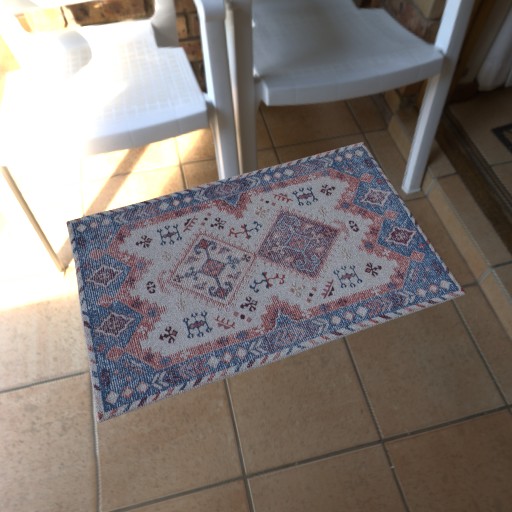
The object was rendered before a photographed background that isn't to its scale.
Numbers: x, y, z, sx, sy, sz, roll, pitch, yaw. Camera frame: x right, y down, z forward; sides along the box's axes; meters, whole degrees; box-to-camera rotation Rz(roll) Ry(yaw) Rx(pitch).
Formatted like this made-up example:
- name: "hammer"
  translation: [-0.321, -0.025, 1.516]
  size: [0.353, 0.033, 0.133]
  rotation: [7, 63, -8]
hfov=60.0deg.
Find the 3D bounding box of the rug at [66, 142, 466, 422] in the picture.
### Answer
- name: "rug"
  translation: [0.000, 0.000, 3.132]
  size: [2.464, 0.023, 1.521]
  rotation: [-17, 60, -10]
